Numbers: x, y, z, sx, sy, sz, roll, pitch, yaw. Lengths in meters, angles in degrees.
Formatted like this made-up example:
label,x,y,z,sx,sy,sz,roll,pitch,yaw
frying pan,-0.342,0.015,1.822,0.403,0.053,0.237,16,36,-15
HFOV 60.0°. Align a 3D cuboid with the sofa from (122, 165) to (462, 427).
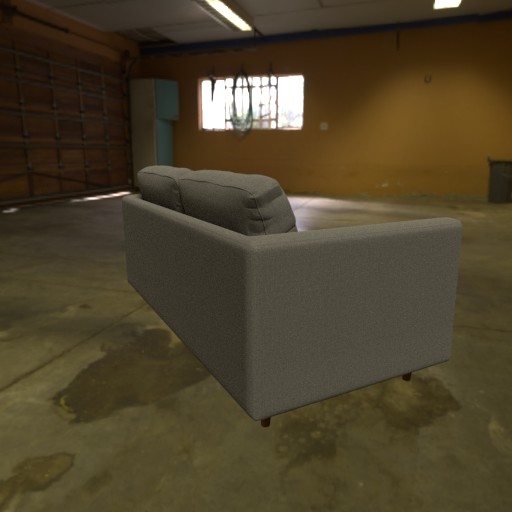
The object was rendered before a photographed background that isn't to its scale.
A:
label,x,y,z,sx,sy,sz,roll,pitch,yaw
sofa,0.000,0.000,2.205,0.940,0.866,1.713,-7,15,-27
